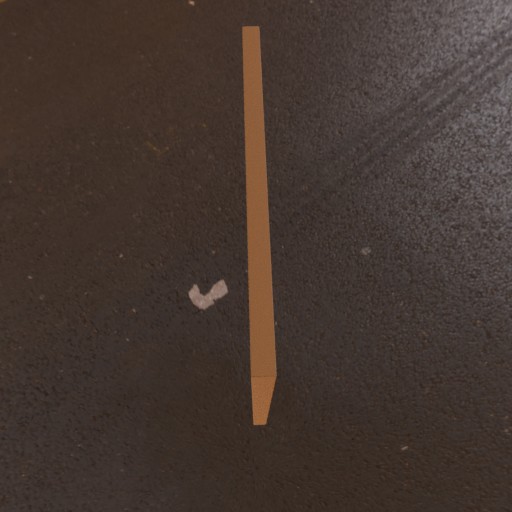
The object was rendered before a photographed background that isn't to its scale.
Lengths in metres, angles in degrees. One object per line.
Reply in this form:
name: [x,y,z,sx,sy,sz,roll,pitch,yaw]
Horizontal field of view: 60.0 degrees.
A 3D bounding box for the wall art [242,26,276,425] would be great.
wall art: [0.000,0.000,1.157,0.037,0.761,0.761,-2,64,-1]
